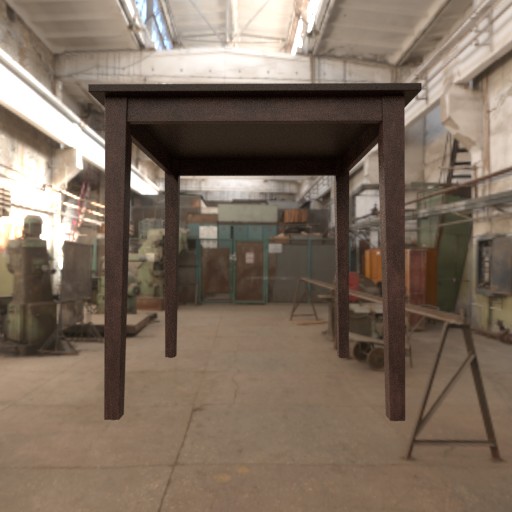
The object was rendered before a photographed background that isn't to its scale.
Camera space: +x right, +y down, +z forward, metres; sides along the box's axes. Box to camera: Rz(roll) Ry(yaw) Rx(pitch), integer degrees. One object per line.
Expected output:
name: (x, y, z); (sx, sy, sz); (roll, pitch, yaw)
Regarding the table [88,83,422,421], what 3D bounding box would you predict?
table: (0.000, 0.000, 1.367); (0.749, 0.770, 0.749); (0, 0, 1)
